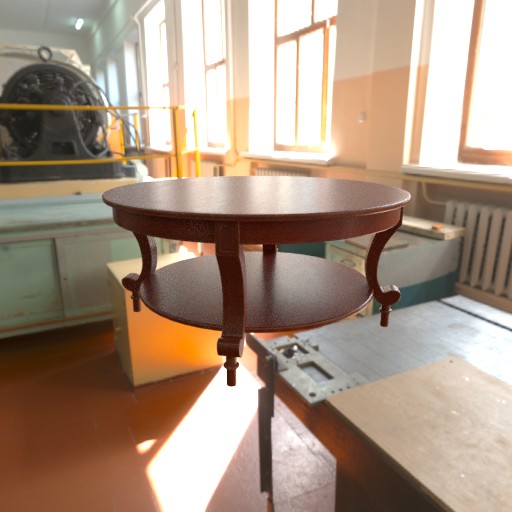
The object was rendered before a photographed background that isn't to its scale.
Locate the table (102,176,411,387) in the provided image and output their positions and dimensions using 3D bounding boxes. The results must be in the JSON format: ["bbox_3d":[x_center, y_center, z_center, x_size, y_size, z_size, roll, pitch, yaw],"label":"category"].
[{"bbox_3d":[0.000,0.000,1.614,1.029,0.486,1.029,0,15,0],"label":"table"}]
